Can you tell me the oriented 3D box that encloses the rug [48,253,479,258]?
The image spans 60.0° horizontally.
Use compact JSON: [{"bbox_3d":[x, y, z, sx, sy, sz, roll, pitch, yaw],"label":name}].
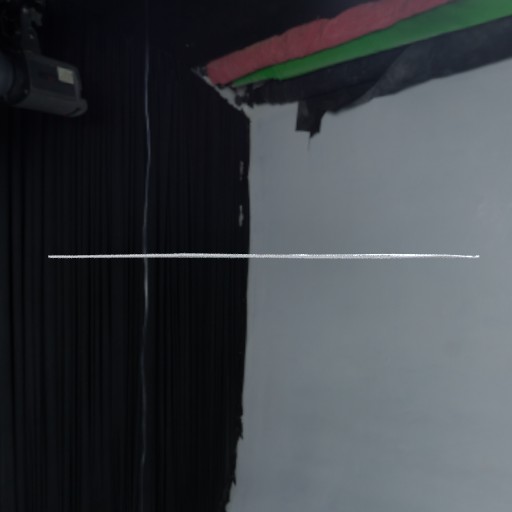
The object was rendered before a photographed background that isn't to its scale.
[{"bbox_3d":[0.000,0.000,2.151,1.773,0.021,1.149,0,0,38],"label":"rug"}]
